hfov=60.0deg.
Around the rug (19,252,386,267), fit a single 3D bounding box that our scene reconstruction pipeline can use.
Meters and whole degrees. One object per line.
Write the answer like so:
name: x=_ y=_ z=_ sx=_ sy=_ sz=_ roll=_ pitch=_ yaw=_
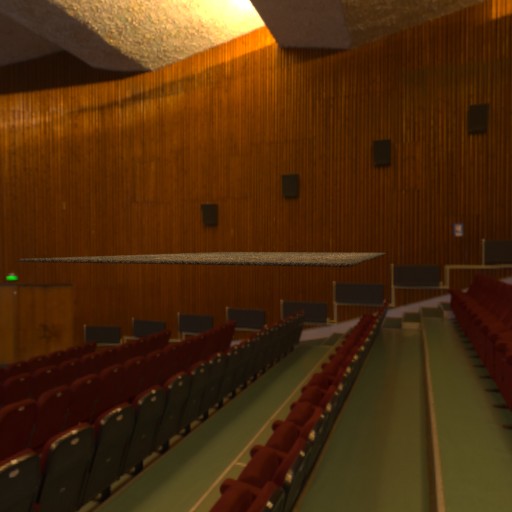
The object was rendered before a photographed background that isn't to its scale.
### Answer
rug: x=0.000 y=0.000 z=2.174 sx=1.139 sy=0.010 sz=1.754 roll=0 pitch=1 yaw=19
